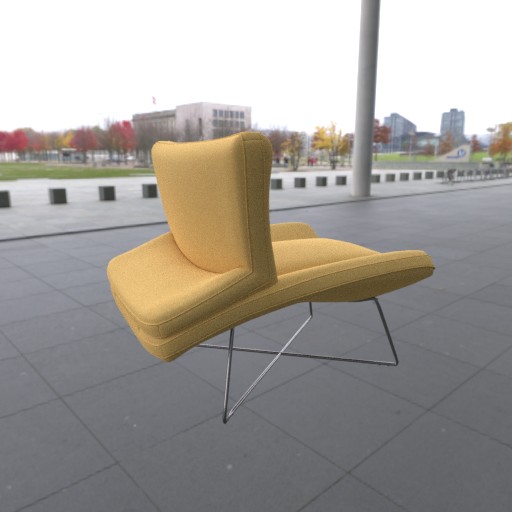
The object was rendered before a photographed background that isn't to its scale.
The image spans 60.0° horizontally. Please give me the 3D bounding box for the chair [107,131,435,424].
[{"bbox_3d":[0.000,0.000,1.668,1.008,0.855,0.859,-6,14,-27],"label":"chair"}]
